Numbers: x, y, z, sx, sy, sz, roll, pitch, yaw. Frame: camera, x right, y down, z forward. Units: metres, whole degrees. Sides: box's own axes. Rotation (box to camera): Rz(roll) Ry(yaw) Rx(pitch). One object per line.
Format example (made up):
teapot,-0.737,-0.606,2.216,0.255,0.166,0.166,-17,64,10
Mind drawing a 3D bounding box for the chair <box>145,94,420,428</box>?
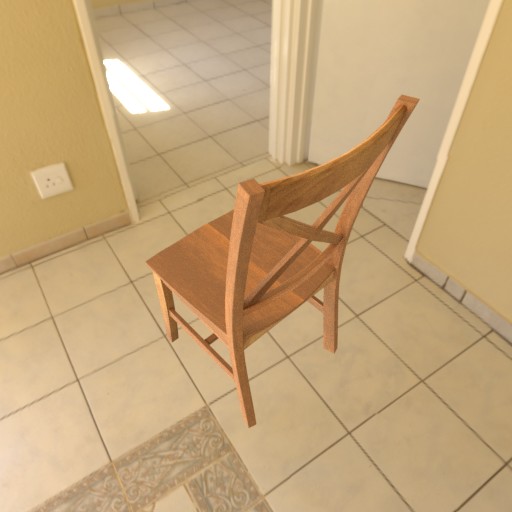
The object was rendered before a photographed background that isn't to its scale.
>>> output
chair,0.000,0.000,1.297,0.485,0.983,0.542,-34,54,-28
